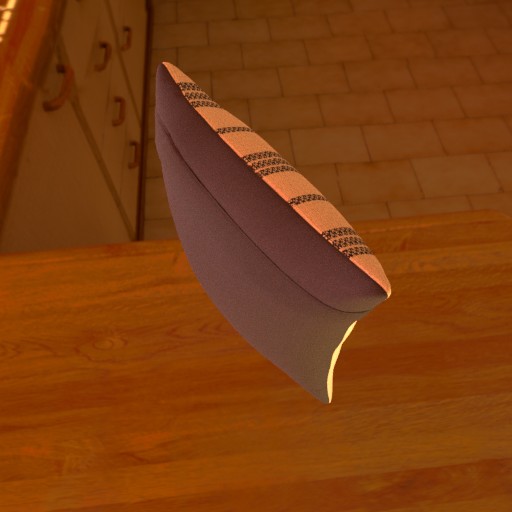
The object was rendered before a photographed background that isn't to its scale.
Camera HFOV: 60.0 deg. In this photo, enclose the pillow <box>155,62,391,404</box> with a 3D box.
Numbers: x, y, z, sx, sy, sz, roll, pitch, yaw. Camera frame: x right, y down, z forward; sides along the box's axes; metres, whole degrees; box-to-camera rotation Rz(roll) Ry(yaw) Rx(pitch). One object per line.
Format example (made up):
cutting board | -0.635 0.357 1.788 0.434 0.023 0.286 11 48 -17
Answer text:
pillow | 0.000 0.000 0.643 0.173 0.406 0.405 -32 64 -18
